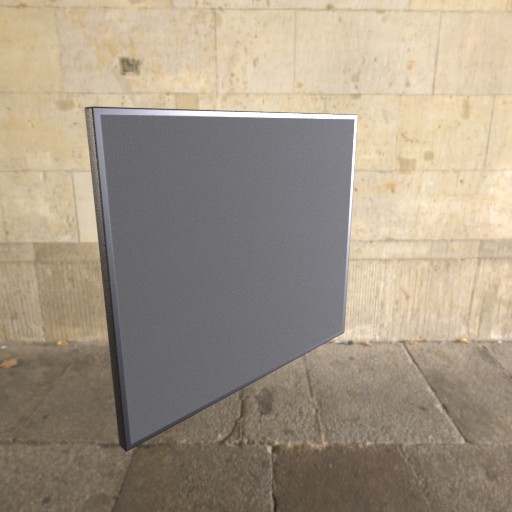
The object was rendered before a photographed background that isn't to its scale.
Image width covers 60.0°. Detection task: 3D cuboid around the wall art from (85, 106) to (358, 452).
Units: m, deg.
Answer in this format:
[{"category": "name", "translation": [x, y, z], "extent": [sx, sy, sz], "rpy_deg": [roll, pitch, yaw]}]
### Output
[{"category": "wall art", "translation": [0.000, 0.000, 0.727], "extent": [0.521, 0.450, 0.018], "rpy_deg": [-16, 22, -42]}]
